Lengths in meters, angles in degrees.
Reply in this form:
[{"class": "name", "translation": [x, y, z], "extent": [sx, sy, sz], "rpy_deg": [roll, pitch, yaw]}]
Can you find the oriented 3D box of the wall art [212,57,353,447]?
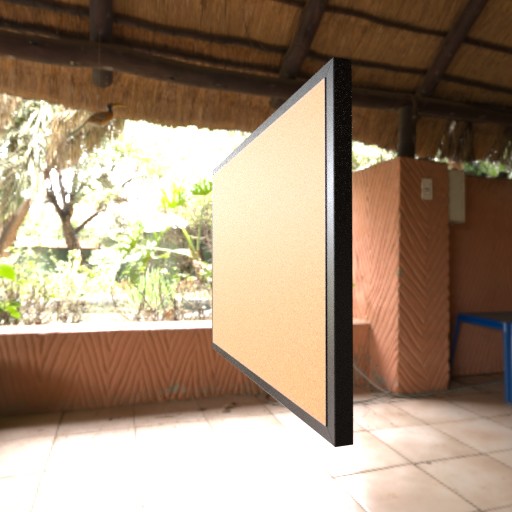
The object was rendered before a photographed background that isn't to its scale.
[{"class": "wall art", "translation": [0.000, 0.000, 0.834], "extent": [0.027, 0.458, 0.657], "rpy_deg": [0, -1, -18]}]
